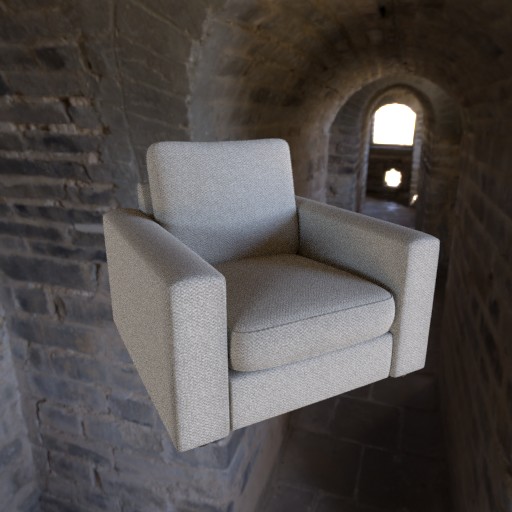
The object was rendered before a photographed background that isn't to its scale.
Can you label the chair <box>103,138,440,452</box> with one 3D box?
[{"bbox_3d":[0.000,0.000,1.776,1.005,0.873,1.016,-9,20,-26],"label":"chair"}]
